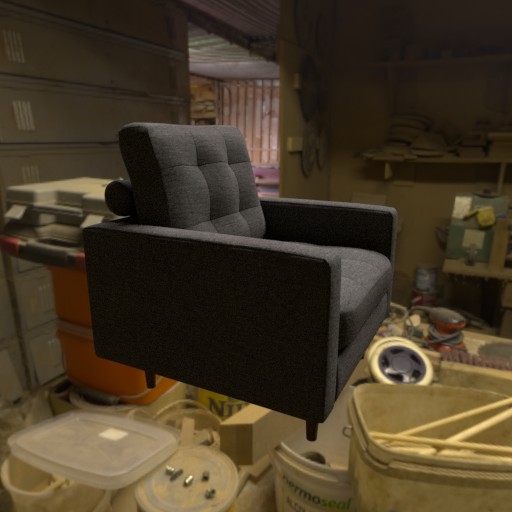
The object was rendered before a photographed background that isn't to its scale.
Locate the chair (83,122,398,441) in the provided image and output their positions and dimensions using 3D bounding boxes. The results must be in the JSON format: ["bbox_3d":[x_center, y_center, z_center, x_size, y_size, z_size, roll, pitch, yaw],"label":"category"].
[{"bbox_3d":[0.000,0.000,1.536,0.843,0.880,0.821,8,17,26],"label":"chair"}]
